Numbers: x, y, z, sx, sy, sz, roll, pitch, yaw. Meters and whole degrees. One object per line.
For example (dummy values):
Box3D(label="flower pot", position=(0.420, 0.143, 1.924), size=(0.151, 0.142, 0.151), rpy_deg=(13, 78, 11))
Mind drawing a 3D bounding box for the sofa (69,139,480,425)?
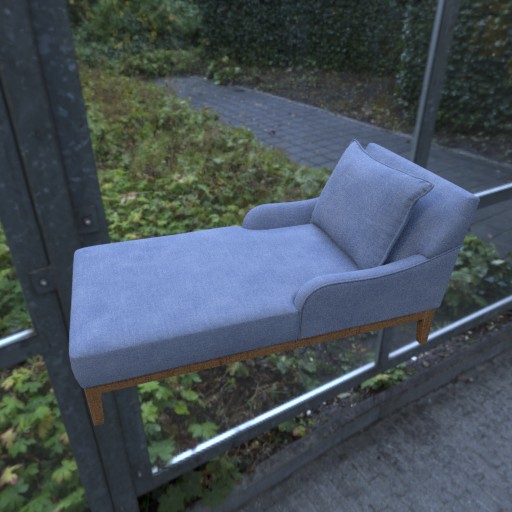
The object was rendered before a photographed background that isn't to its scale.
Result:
Box3D(label="sofa", position=(0.000, 0.000, 2.239), size=(1.779, 0.883, 0.904), rpy_deg=(-9, 32, -15))
